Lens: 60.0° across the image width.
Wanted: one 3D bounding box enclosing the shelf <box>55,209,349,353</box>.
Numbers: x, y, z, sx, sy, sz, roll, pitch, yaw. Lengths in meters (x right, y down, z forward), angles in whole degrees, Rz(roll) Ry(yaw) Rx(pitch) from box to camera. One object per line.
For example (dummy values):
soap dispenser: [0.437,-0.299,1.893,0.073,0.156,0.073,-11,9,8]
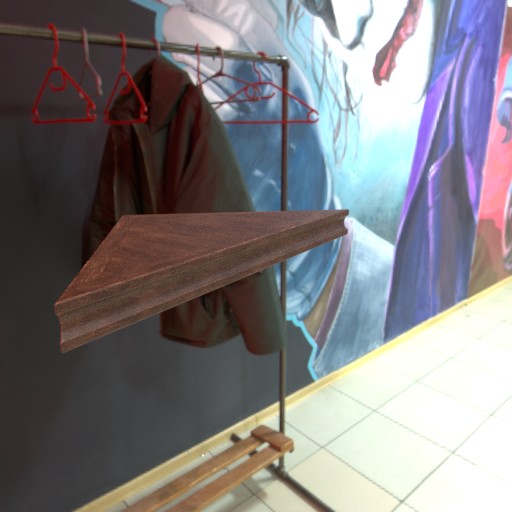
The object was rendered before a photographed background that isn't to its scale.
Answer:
shelf: [0.000,0.000,0.441,0.296,0.035,0.296,-2,16,-8]
